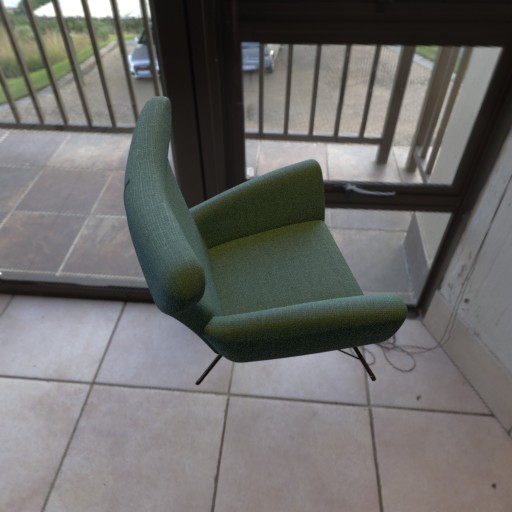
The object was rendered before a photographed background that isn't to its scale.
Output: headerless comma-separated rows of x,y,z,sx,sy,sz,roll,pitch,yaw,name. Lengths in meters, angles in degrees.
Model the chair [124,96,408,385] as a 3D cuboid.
0.000,0.000,1.788,0.900,0.980,1.050,-10,45,-10,chair
